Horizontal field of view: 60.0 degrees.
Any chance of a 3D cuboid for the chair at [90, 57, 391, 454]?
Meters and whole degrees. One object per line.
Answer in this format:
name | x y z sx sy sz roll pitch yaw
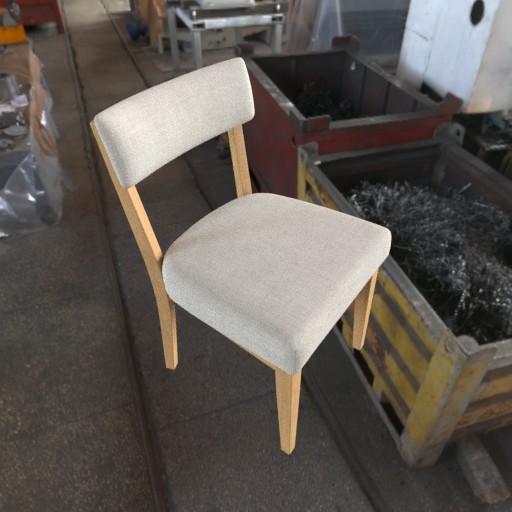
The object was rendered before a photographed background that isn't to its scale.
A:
chair | 0.000 0.000 1.191 0.572 0.832 0.508 25 46 27
